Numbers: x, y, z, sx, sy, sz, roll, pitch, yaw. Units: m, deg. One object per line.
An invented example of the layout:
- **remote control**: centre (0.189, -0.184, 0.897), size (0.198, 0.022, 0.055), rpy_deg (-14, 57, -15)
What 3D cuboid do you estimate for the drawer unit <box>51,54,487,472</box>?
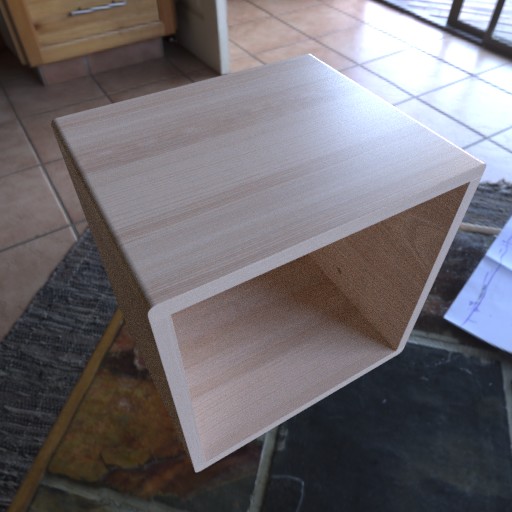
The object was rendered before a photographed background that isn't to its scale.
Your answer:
- **drawer unit**: centre (0.000, 0.000, 0.574), size (0.344, 0.344, 0.290), rpy_deg (-23, 51, -20)
